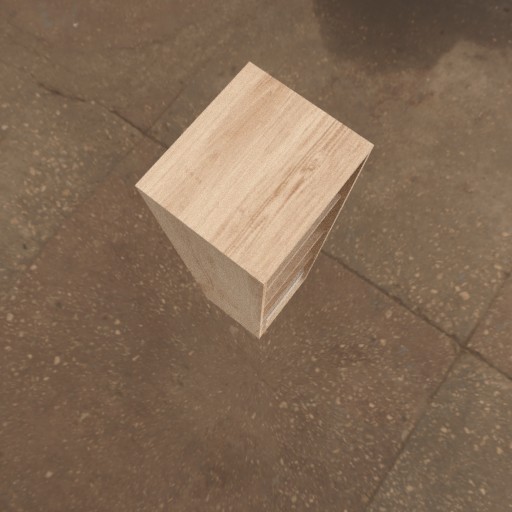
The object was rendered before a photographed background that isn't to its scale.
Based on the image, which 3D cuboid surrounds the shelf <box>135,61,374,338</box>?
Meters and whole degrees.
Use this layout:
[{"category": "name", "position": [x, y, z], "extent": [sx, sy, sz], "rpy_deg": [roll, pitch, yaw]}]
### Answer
[{"category": "shelf", "position": [0.000, 0.000, 2.183], "extent": [0.450, 1.960, 0.510], "rpy_deg": [37, 78, 9]}]
